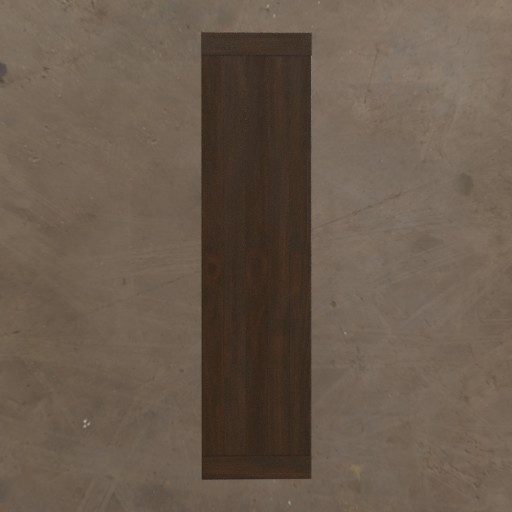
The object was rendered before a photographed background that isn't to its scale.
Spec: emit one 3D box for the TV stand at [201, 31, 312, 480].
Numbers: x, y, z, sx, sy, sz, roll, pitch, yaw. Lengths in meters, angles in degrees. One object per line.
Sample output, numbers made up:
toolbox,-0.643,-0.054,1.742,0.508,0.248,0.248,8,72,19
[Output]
TV stand,0.000,0.000,2.151,0.471,0.615,1.866,0,91,-1
